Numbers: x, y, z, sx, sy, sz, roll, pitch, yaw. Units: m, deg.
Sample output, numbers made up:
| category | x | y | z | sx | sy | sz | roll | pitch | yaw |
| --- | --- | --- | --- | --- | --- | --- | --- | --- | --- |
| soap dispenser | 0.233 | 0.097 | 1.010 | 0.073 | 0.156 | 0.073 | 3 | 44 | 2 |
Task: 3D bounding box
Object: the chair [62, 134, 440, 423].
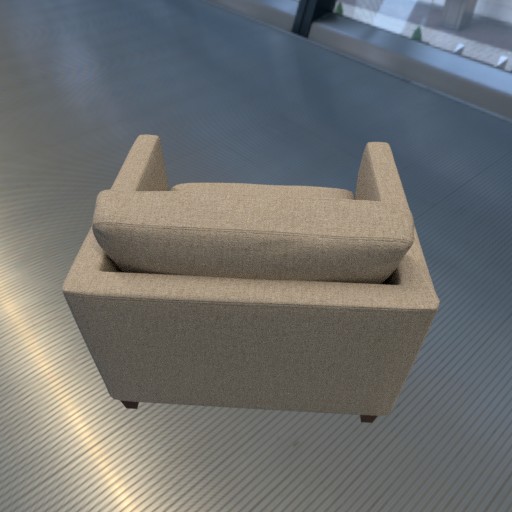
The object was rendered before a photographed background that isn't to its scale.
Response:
| category | x | y | z | sx | sy | sz | roll | pitch | yaw |
| --- | --- | --- | --- | --- | --- | --- | --- | --- | --- |
| chair | 0.000 | 0.000 | 1.776 | 1.107 | 0.961 | 0.959 | 2 | 44 | 3 |
